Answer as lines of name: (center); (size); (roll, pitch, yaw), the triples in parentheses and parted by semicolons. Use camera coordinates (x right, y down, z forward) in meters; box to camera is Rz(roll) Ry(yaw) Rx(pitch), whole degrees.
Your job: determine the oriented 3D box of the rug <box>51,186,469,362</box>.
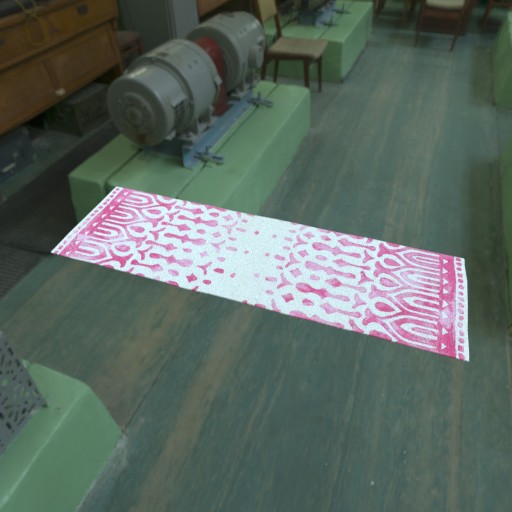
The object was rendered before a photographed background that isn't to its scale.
rug: (0.000, 0.000, 2.724); (2.458, 0.011, 0.787); (13, 44, 14)
